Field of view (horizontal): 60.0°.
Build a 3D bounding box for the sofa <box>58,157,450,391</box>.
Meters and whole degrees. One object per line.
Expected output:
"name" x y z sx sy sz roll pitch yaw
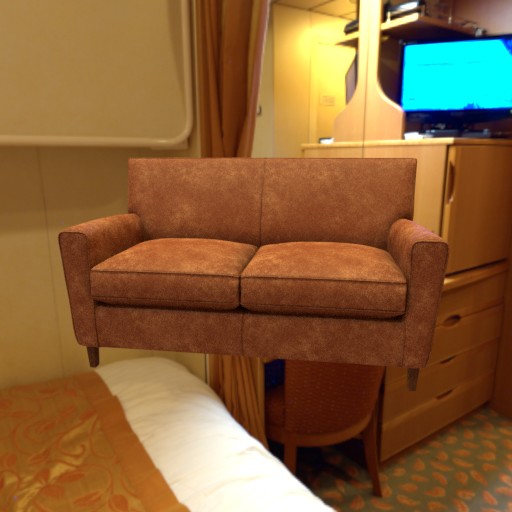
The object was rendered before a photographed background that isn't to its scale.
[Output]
"sofa" 0.000 0.000 2.013 1.473 0.871 0.787 2 13 8
